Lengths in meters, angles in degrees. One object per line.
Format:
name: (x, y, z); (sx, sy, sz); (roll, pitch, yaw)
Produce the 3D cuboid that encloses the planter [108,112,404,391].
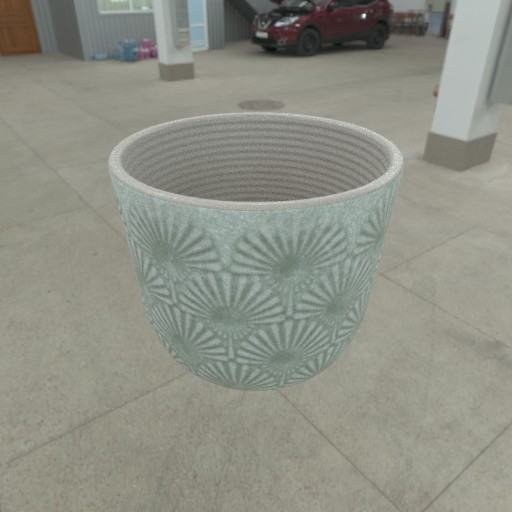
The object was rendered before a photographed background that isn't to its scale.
planter: (0.000, 0.000, 0.302); (0.170, 0.152, 0.170); (0, 31, 0)
